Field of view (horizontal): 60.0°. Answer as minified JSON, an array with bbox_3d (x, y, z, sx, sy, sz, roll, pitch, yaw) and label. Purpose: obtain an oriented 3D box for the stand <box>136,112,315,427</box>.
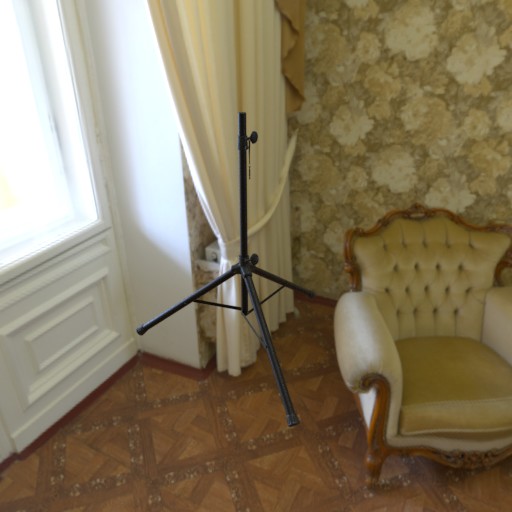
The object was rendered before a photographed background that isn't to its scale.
[{"bbox_3d":[0.000,0.000,1.896,1.045,1.136,0.907,-9,28,-17],"label":"stand"}]
